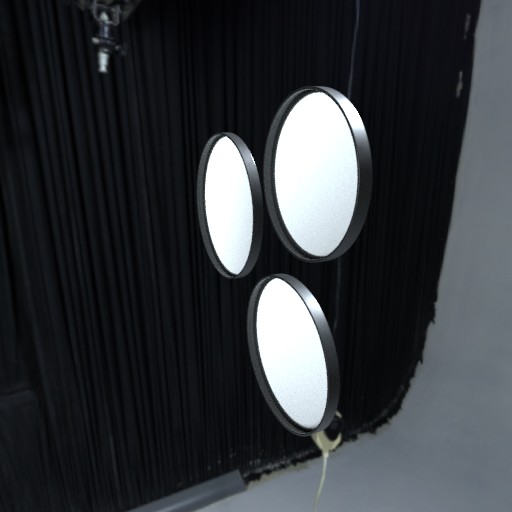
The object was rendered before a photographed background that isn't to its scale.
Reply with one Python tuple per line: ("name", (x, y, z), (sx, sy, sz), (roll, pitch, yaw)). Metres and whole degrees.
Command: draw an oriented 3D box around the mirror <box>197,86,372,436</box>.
("mirror", (0.000, 0.000, 3.074), (0.076, 2.096, 2.160), (-8, 17, -26))
